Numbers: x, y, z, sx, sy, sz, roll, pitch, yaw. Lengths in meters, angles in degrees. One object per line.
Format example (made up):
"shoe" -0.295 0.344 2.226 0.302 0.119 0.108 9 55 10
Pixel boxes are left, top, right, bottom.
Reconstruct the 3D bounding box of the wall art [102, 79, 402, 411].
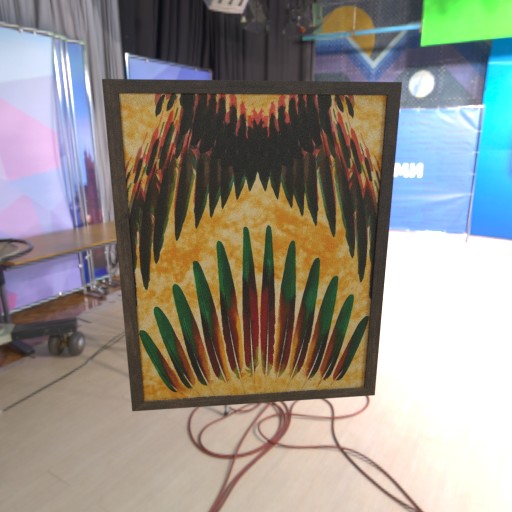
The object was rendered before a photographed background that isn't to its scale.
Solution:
"wall art" 0.000 0.000 0.553 0.329 0.406 0.027 -2 16 -6
